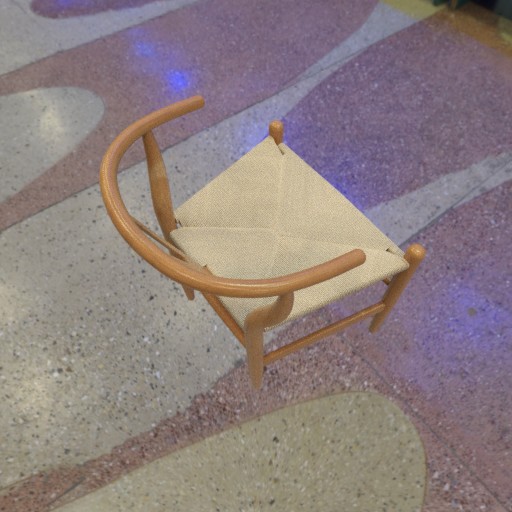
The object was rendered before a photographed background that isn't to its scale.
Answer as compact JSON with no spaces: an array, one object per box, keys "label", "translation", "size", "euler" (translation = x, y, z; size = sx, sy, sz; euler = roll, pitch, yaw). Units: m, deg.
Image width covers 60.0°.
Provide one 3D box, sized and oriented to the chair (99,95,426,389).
[{"label":"chair","translation":[0.000,0.000,1.139],"size":[0.579,0.730,0.569],"euler":[-32,63,-19]}]
